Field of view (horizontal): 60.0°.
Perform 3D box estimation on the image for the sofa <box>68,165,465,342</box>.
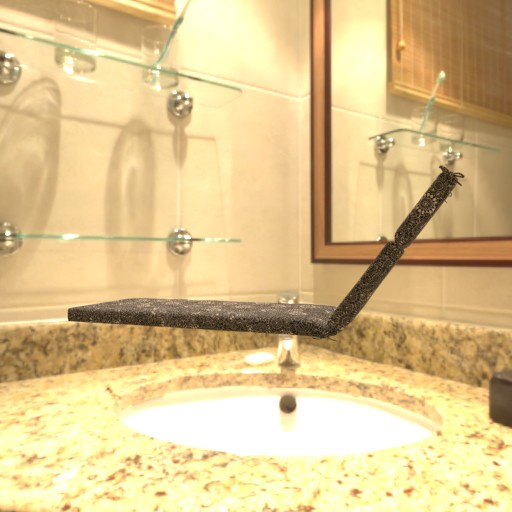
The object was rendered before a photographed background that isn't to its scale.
[{"bbox_3d":[0.000,0.000,1.996,1.663,0.622,0.582,0,0,19],"label":"sofa"}]
